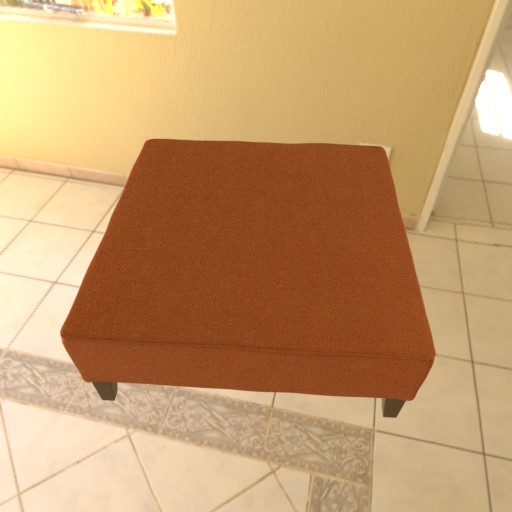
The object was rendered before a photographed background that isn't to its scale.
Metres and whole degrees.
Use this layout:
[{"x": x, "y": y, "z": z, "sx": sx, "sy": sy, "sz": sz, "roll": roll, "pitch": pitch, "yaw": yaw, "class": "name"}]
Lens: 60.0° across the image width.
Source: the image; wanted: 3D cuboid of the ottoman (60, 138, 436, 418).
[{"x": 0.000, "y": 0.000, "z": 1.599, "sx": 0.997, "sy": 0.438, "sz": 0.999, "roll": 3, "pitch": 46, "yaw": 3, "class": "ottoman"}]
